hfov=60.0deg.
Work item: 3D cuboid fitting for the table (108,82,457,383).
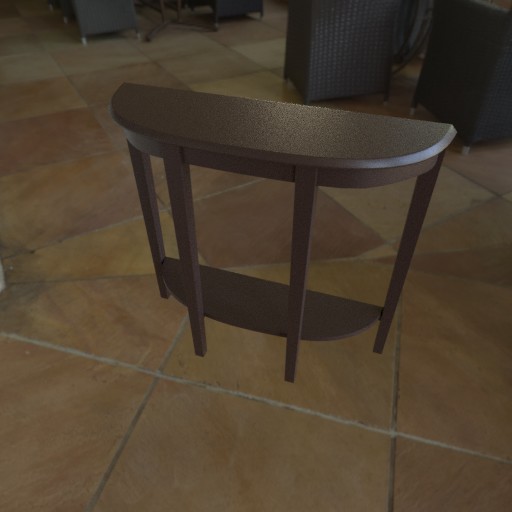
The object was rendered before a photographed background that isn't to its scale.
[{"bbox_3d":[0.000,0.000,1.317,0.909,0.831,0.274,12,42,14],"label":"table"}]
